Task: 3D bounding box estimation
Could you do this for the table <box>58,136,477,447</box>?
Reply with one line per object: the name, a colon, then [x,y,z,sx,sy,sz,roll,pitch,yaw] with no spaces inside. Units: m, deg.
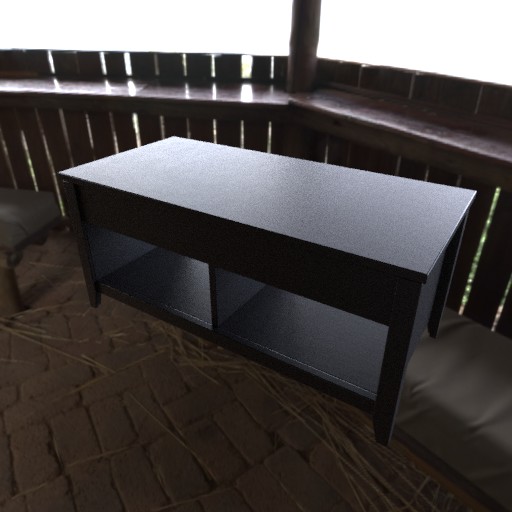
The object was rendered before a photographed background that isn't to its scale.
table: [0.000,0.000,1.293,1.016,0.457,0.483,17,34,28]
